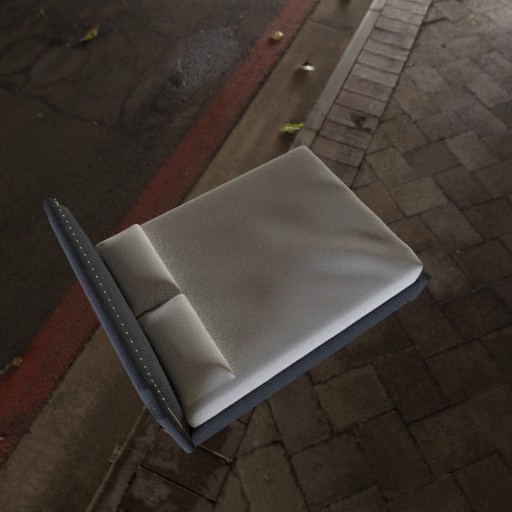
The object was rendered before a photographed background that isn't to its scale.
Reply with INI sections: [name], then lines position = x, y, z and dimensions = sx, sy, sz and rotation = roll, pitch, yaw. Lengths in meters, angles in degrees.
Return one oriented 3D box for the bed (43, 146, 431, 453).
[bed]
position = 0.000, 0.000, 3.446
dimensions = 2.372, 1.443, 1.713
rotation = -29, 63, -17
